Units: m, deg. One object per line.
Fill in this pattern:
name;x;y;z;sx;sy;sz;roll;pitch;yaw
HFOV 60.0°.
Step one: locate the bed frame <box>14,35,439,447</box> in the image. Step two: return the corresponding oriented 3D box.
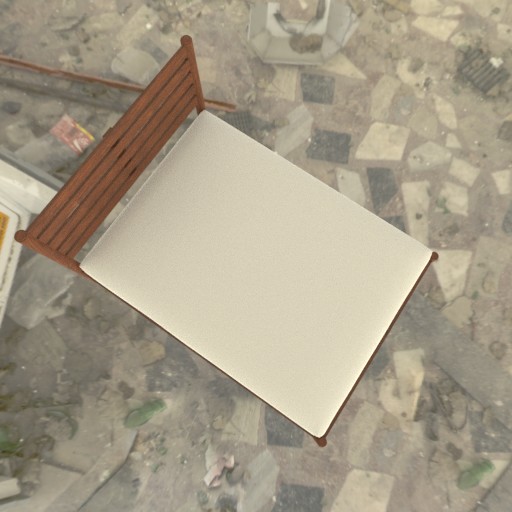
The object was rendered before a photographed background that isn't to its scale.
bed frame;0.000;0.000;3.158;2.234;1.321;1.655;34;78;8
